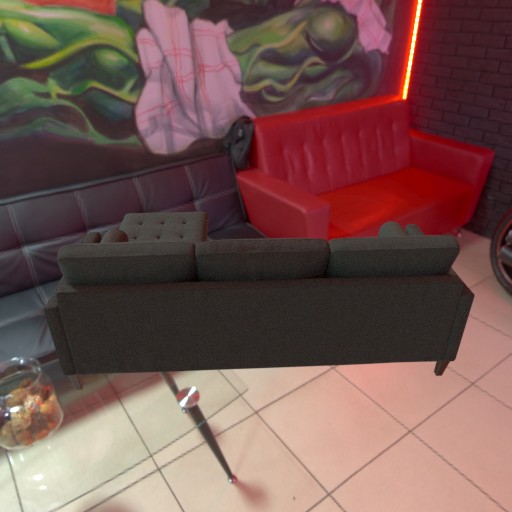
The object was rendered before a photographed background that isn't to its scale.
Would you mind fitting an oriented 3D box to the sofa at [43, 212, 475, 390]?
[{"bbox_3d":[0.000,0.000,2.935,2.178,0.876,1.506,-2,30,-3],"label":"sofa"}]
